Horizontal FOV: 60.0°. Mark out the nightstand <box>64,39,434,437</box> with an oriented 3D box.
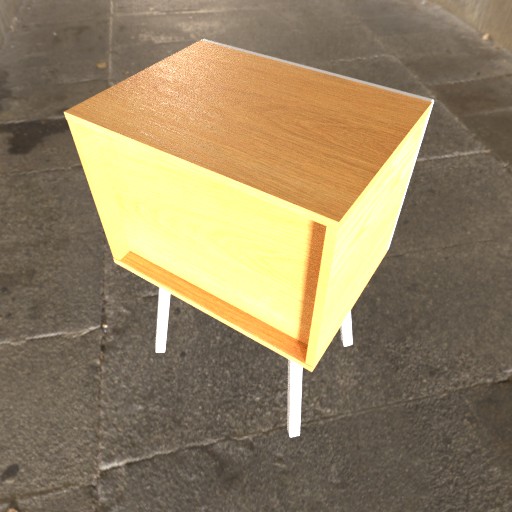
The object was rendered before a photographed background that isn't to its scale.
[{"bbox_3d":[0.000,0.000,0.819,0.400,0.601,0.316,25,51,22],"label":"nightstand"}]
